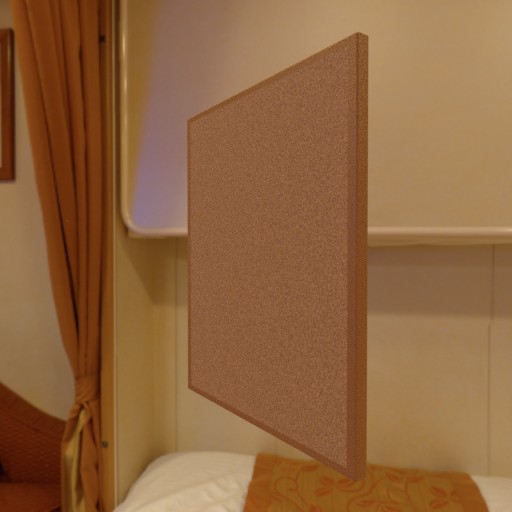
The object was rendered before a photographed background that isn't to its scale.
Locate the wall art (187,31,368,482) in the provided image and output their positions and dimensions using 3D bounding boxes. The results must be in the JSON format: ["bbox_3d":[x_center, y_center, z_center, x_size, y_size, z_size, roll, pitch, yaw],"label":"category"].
[{"bbox_3d":[0.000,0.000,0.501,0.015,0.379,0.310,-1,1,-36],"label":"wall art"}]
